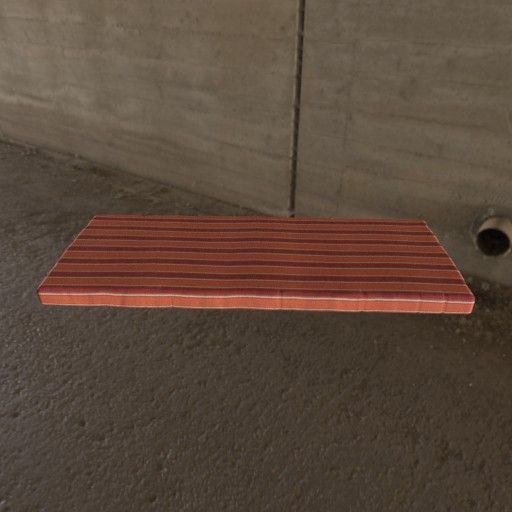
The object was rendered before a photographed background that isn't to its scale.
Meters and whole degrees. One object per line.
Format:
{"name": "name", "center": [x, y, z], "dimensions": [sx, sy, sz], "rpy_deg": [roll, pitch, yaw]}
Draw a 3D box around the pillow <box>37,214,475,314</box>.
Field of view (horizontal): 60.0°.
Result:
{"name": "pillow", "center": [0.000, 0.000, 1.364], "dimensions": [1.187, 0.081, 0.492], "rpy_deg": [1, 31, 2]}
